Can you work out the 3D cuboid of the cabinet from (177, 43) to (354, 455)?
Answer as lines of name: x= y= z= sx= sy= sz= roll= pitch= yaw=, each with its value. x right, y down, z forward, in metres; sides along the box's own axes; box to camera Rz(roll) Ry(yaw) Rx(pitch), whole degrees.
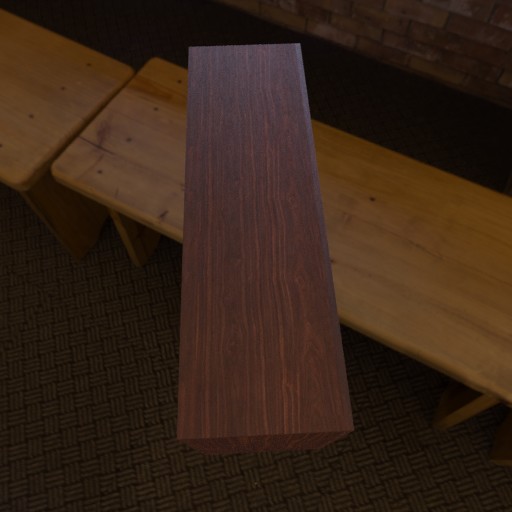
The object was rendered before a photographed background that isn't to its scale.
cabinet: x=0.000 y=0.000 z=1.981 sx=0.505 sy=0.940 sz=1.575 roll=-2 pitch=63 yaw=-1
